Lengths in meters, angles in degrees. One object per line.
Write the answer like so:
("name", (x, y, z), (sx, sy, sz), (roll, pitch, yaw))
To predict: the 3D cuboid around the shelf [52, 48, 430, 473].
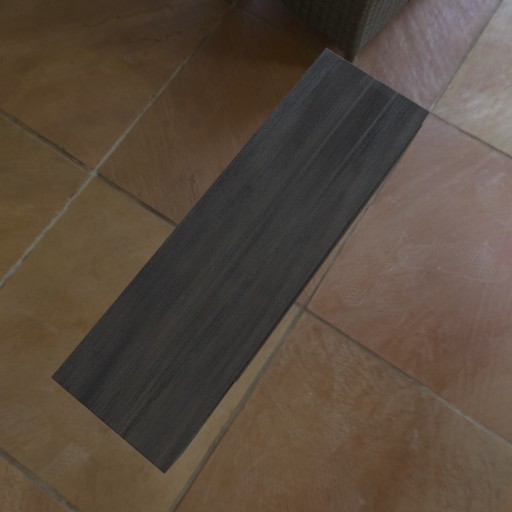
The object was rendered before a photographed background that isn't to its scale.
("shelf", (0.000, 0.000, 1.526), (0.400, 0.495, 1.300), (36, 78, 9))
